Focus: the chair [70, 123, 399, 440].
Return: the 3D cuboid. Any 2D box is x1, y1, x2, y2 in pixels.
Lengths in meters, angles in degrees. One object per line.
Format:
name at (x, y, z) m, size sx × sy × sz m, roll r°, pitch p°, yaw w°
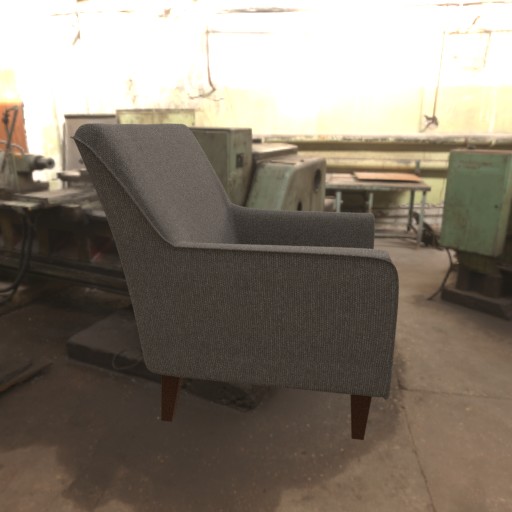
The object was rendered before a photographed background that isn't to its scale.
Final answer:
chair at (0.000, 0.000, 1.602) m, size 0.899 × 0.919 × 0.780 m, roll 3°, pitch 17°, yaw 10°
